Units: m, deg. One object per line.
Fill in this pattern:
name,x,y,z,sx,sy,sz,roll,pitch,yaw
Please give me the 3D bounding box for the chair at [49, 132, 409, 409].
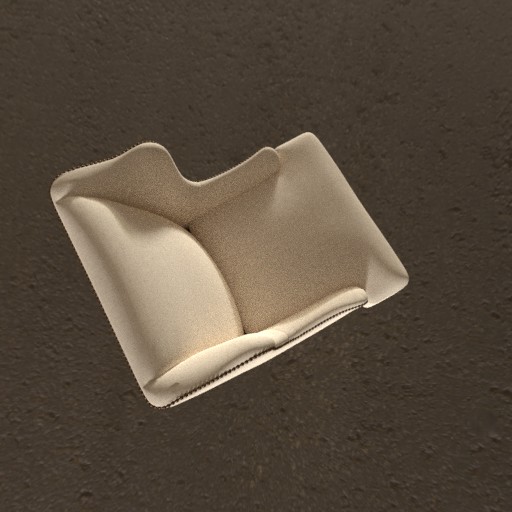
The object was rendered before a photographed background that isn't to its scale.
chair,0.000,0.000,1.640,0.940,1.029,0.737,-28,77,-7
